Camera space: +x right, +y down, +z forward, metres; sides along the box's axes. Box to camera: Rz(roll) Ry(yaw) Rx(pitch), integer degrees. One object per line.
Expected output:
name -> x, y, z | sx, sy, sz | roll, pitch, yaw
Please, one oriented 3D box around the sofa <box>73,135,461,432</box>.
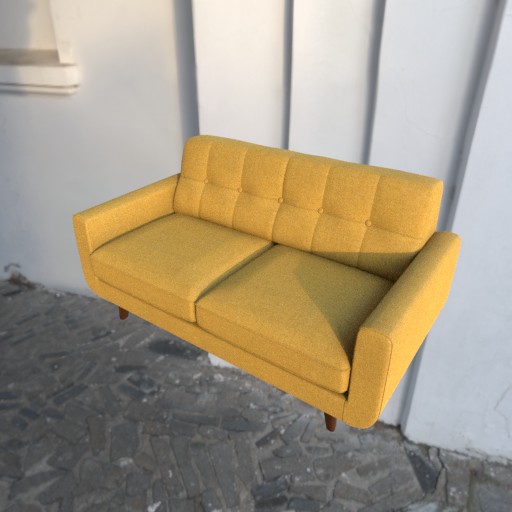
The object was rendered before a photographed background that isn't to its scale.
sofa -> 0.000, 0.000, 2.138 | 1.631, 0.841, 0.909 | 19, 34, 30
